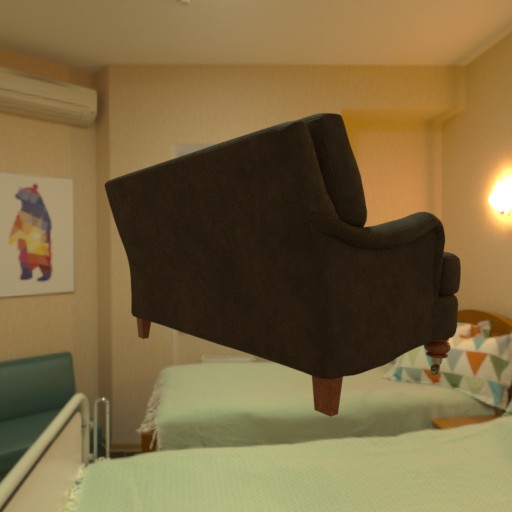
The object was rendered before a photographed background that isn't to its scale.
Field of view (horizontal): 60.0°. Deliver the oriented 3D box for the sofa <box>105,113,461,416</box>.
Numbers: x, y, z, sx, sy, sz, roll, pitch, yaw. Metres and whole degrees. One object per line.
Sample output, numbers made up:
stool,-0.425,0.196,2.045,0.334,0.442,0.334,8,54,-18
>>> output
sofa,0.000,0.000,2.450,1.084,1.101,1.853,-1,2,-37
